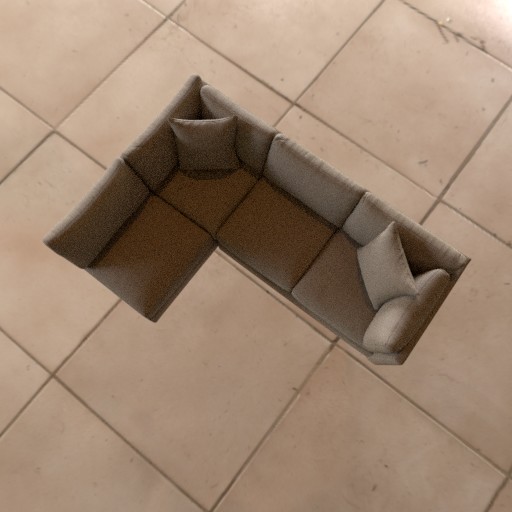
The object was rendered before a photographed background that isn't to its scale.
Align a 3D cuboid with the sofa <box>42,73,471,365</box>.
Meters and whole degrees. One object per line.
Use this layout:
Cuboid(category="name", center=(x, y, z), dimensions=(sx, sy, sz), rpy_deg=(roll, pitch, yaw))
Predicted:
Cuboid(category="sofa", center=(0.000, 0.000, 3.797), dimensions=(2.896, 0.978, 1.994), rpy_deg=(36, 78, 9))
